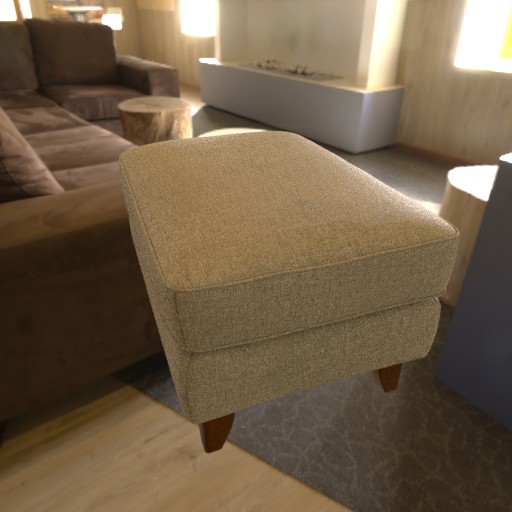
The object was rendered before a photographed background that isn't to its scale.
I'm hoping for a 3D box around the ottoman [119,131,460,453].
[{"bbox_3d":[0.000,0.000,1.300,0.661,0.561,0.889,-11,32,-18],"label":"ottoman"}]
